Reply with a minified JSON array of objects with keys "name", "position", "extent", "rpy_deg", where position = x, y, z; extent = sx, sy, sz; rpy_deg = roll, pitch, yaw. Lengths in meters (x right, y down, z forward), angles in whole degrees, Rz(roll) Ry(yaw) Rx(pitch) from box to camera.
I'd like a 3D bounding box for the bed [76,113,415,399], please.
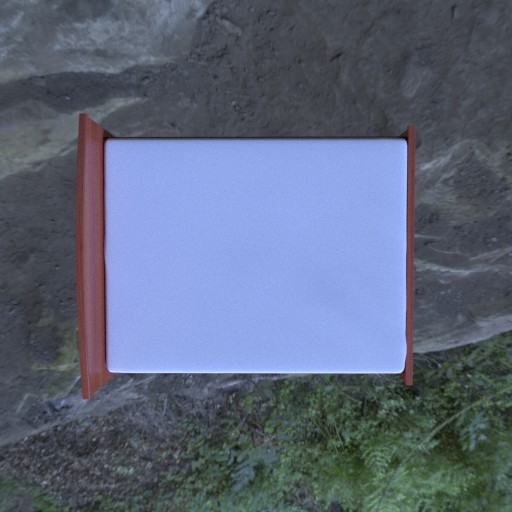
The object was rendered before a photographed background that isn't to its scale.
[{"name":"bed","position":[0.000,0.000,2.954],"extent":[2.053,0.848,1.683],"rpy_deg":[0,92,0]}]
